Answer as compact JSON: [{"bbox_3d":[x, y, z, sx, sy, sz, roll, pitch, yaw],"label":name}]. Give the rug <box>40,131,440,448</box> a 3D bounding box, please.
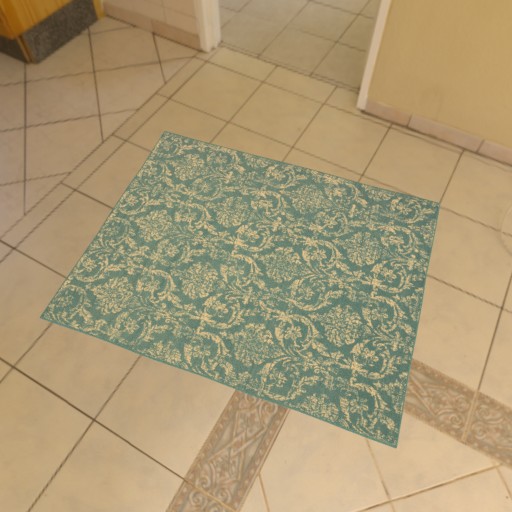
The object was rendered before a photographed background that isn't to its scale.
[{"bbox_3d":[0.000,0.000,4.008,2.980,0.012,2.363,17,60,10],"label":"rug"}]
